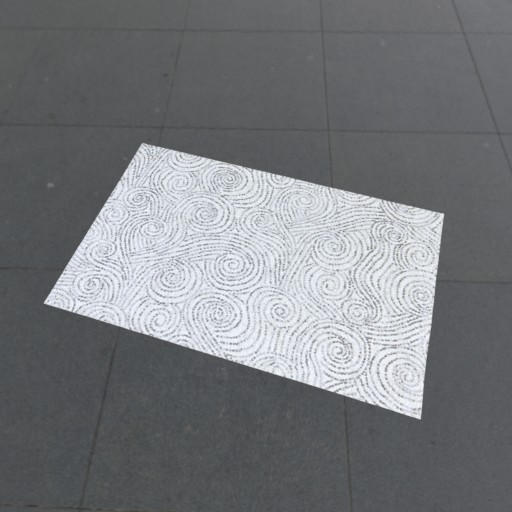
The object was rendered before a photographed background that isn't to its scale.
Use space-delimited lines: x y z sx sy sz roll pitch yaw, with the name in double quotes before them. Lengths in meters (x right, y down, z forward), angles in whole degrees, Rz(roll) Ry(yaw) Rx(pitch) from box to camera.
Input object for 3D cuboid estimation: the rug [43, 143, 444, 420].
"rug" 0.000 0.000 3.084 2.439 0.005 1.524 15 60 9
